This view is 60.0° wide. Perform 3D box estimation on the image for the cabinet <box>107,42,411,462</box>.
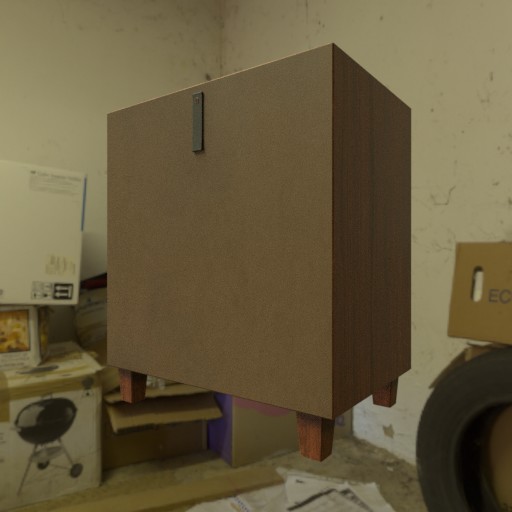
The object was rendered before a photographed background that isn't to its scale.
[{"bbox_3d":[0.000,0.000,1.058,0.607,0.695,0.410,0,0,37],"label":"cabinet"}]
